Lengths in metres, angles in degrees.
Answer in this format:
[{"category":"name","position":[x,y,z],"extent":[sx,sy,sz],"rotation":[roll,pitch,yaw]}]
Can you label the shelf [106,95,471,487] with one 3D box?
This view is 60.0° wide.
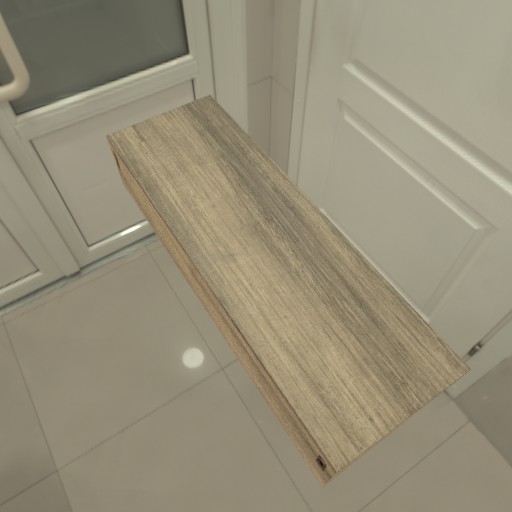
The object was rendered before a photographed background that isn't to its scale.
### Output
[{"category":"shelf","position":[0.000,0.000,0.679],"extent":[0.200,0.125,0.610],"rotation":[-28,61,-18]}]
